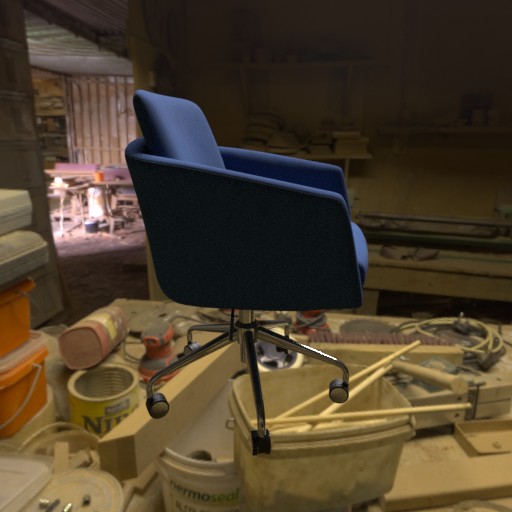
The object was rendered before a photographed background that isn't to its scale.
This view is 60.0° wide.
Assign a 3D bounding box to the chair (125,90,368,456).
[{"bbox_3d":[0.000,0.000,1.312,0.635,0.908,0.641,3,16,10],"label":"chair"}]
